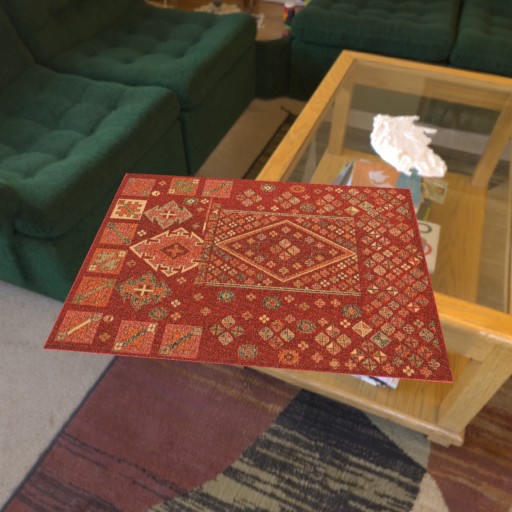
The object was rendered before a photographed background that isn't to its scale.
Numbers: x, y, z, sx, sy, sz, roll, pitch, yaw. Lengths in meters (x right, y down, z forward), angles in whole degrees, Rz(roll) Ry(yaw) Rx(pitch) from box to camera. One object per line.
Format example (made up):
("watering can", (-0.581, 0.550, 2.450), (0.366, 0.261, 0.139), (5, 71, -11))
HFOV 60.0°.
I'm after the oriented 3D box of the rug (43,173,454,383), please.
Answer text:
("rug", (0.000, 0.000, 4.348), (3.306, 0.011, 2.389), (4, 47, 4))
